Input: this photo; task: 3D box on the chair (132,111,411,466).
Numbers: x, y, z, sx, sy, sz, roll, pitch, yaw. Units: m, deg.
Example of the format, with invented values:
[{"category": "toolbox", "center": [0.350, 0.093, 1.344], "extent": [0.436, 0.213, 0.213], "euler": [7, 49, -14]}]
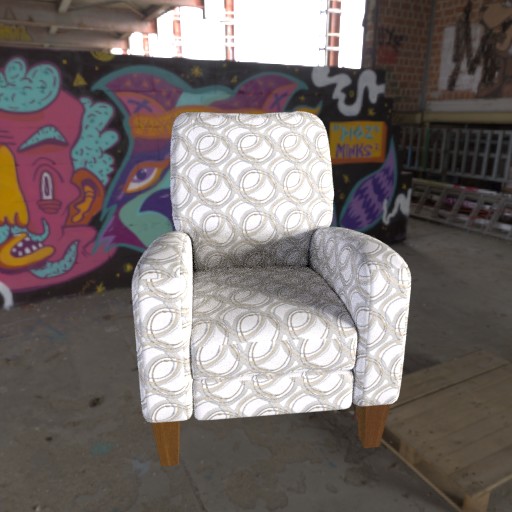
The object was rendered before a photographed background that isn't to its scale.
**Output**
[{"category": "chair", "center": [0.000, 0.000, 1.699], "extent": [0.796, 1.065, 0.995], "euler": [-2, 17, -7]}]
